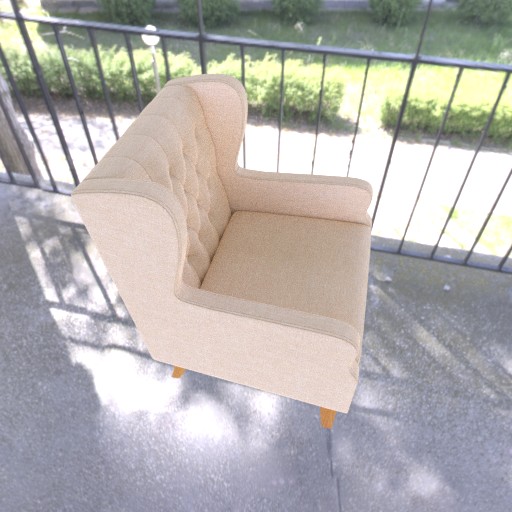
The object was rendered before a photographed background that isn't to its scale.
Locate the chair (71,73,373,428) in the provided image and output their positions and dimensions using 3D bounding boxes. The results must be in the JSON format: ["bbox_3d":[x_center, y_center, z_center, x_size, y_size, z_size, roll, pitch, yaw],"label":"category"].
[{"bbox_3d":[0.000,0.000,1.487,0.760,0.930,0.710,10,46,9],"label":"chair"}]
